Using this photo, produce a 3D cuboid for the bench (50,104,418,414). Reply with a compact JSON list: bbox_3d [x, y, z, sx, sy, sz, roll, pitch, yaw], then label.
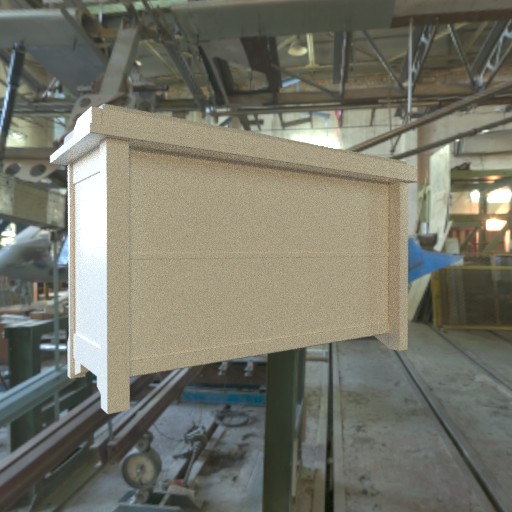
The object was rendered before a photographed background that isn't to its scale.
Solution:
[{"bbox_3d":[0.000,0.000,1.231,0.987,0.589,0.346,0,1,-36],"label":"bench"}]
